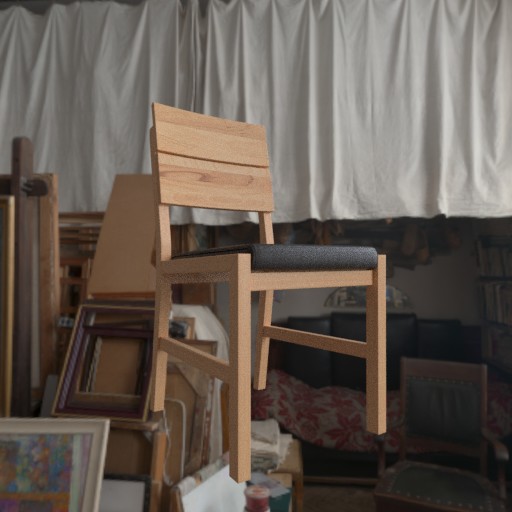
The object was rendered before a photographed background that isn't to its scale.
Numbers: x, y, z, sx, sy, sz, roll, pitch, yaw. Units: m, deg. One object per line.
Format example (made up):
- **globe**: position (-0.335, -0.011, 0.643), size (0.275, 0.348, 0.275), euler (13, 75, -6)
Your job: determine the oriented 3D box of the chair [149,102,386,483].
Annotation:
- **chair**: position (0.000, 0.000, 1.280), size (0.475, 0.950, 0.560), euler (0, -1, -35)
